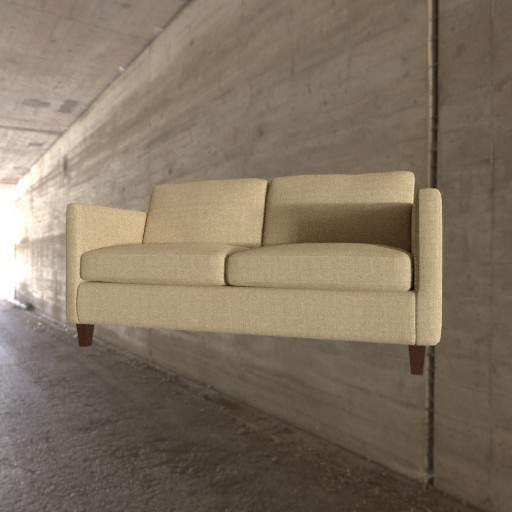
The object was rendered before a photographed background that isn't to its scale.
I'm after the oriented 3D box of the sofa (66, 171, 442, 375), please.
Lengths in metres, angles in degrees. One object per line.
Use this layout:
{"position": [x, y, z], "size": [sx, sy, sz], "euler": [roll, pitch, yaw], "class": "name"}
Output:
{"position": [0.000, 0.000, 2.494], "size": [1.884, 0.963, 0.950], "euler": [0, 1, 19], "class": "sofa"}
